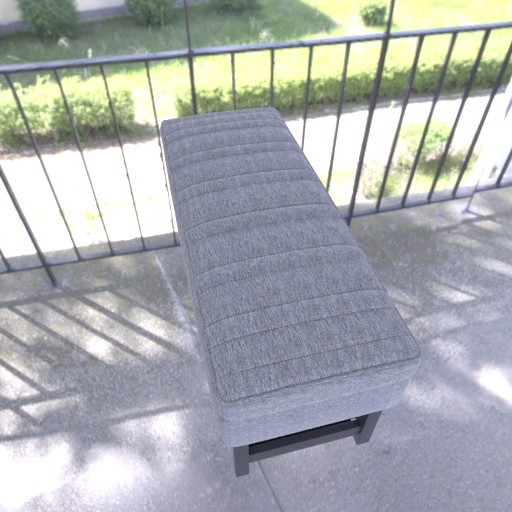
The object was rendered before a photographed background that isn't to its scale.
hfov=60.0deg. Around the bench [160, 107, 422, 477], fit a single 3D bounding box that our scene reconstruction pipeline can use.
[{"bbox_3d":[0.000,0.000,1.334,0.429,0.470,1.100,-10,46,-10],"label":"bench"}]
